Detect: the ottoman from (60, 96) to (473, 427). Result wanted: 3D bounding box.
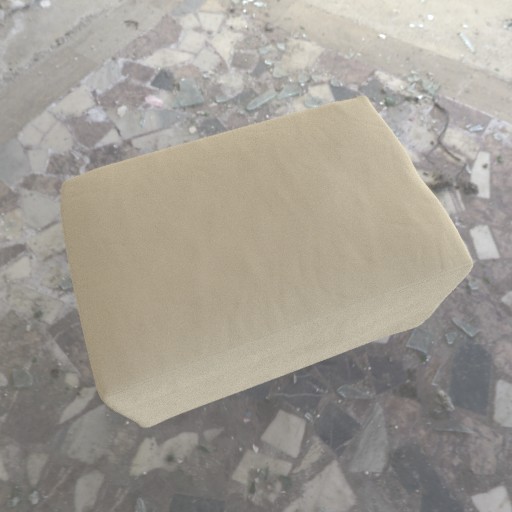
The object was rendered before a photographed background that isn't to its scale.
[{"bbox_3d":[0.000,0.000,1.175,0.872,0.444,0.590,-18,64,-9],"label":"ottoman"}]
